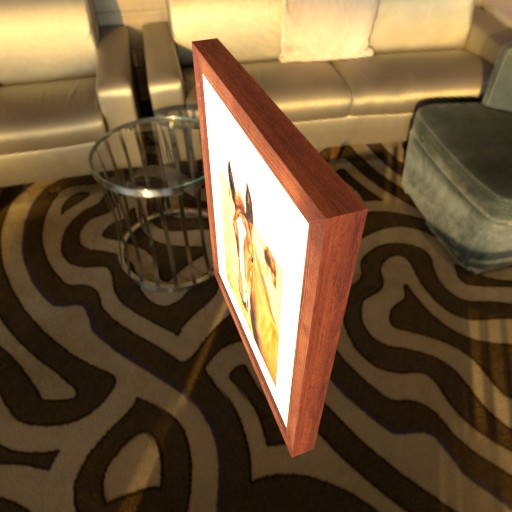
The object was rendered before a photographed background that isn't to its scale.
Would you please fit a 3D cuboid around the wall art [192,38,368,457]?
[{"bbox_3d":[0.000,0.000,0.524,0.030,0.381,0.330,-15,47,-14],"label":"wall art"}]
